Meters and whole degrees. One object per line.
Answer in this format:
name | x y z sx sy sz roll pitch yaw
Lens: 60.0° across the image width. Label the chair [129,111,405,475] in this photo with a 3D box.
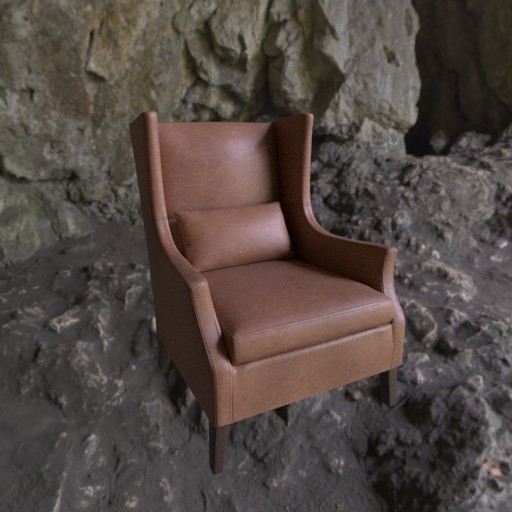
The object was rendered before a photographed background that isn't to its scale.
chair | 0.000 0.000 1.751 0.815 1.088 0.913 -9 19 -27
